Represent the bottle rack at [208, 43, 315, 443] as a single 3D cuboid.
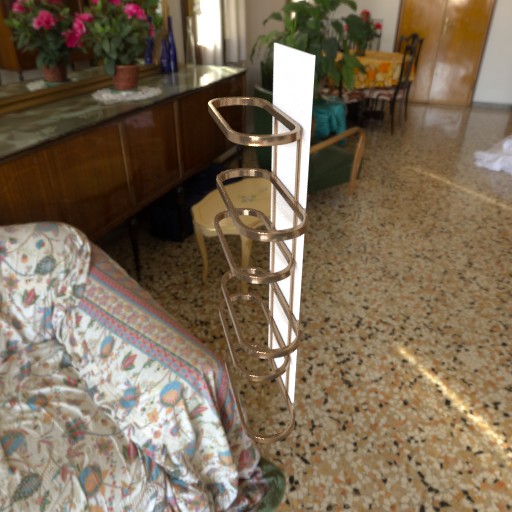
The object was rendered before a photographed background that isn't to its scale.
[{"bbox_3d":[0.000,0.000,0.835,0.118,0.709,0.332,-7,31,-12],"label":"bottle rack"}]
